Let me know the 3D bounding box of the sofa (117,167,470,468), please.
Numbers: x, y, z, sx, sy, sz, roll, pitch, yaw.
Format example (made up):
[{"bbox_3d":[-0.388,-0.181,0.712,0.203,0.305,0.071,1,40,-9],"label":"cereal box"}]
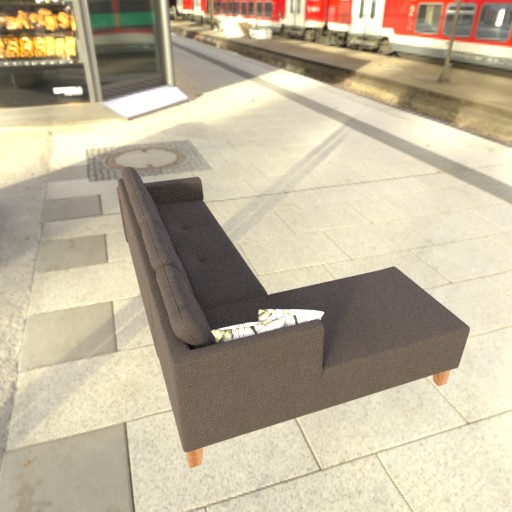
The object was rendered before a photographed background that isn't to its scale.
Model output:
[{"bbox_3d":[0.000,0.000,3.511,1.829,0.932,2.679,-11,32,-18],"label":"sofa"}]
